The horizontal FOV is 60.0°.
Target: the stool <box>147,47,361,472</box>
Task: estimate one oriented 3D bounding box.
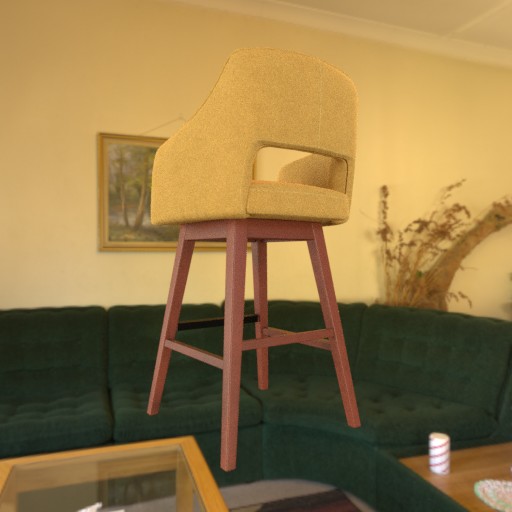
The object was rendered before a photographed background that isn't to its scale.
[{"bbox_3d":[0.000,0.000,1.342,0.548,1.012,0.558,0,0,-36],"label":"stool"}]
